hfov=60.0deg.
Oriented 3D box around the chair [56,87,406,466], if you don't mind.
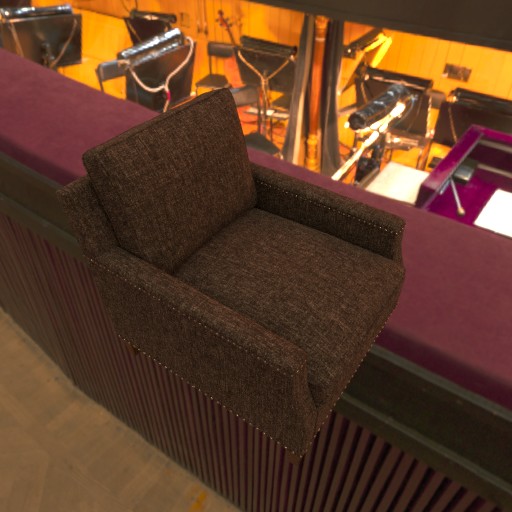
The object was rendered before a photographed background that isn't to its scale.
[{"bbox_3d":[0.000,0.000,1.693,1.014,0.943,0.853,25,47,25],"label":"chair"}]
